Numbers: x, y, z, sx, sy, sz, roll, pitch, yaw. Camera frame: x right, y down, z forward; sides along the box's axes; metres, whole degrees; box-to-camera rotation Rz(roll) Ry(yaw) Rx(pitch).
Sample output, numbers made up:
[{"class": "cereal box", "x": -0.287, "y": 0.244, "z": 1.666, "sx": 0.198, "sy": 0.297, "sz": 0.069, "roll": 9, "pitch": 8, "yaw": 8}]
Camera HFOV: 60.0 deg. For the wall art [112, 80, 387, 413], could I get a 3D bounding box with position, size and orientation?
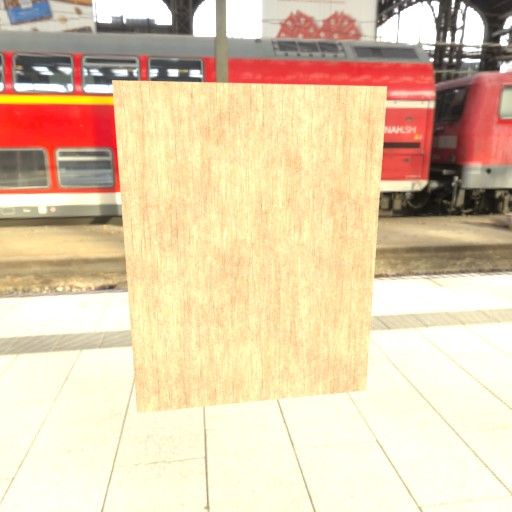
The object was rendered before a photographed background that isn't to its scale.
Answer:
[{"class": "wall art", "x": 0.000, "y": 0.000, "z": 0.942, "sx": 0.534, "sy": 0.686, "sz": 0.018, "roll": -2, "pitch": 15, "yaw": -10}]
